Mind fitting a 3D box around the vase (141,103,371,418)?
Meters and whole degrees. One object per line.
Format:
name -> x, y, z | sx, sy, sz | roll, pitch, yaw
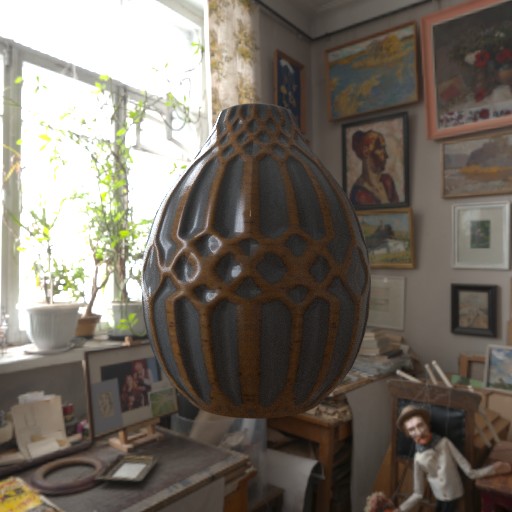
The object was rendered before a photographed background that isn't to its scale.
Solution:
vase -> 0.000, 0.000, 0.138 | 0.069, 0.088, 0.069 | 0, -1, 0
